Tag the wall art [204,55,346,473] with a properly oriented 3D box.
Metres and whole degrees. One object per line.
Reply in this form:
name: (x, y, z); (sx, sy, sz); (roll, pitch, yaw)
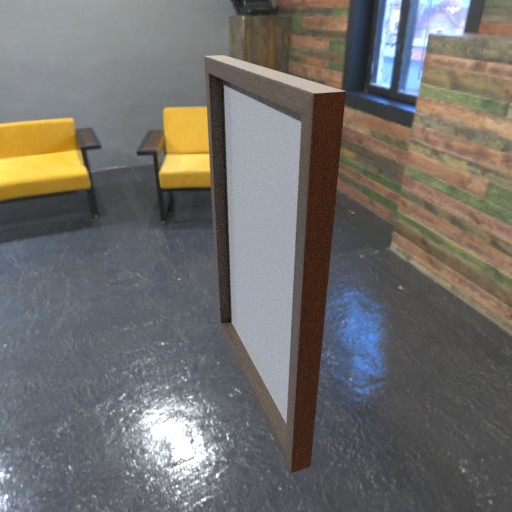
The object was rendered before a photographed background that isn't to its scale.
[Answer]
wall art: (0.000, 0.000, 0.651); (0.032, 0.510, 0.358); (-11, 31, -18)
